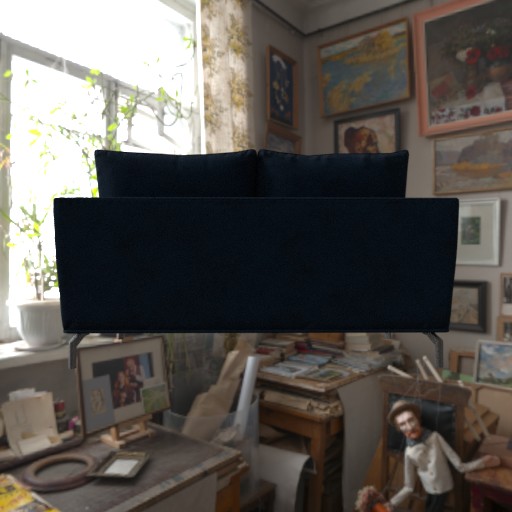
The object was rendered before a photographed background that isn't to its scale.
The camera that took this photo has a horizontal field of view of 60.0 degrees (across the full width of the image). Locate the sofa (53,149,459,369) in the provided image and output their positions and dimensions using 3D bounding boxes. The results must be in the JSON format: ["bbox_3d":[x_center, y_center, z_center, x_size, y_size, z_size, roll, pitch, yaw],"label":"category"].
[{"bbox_3d":[0.000,0.000,2.326,1.770,1.002,0.853,0,-1,-1],"label":"sofa"}]
